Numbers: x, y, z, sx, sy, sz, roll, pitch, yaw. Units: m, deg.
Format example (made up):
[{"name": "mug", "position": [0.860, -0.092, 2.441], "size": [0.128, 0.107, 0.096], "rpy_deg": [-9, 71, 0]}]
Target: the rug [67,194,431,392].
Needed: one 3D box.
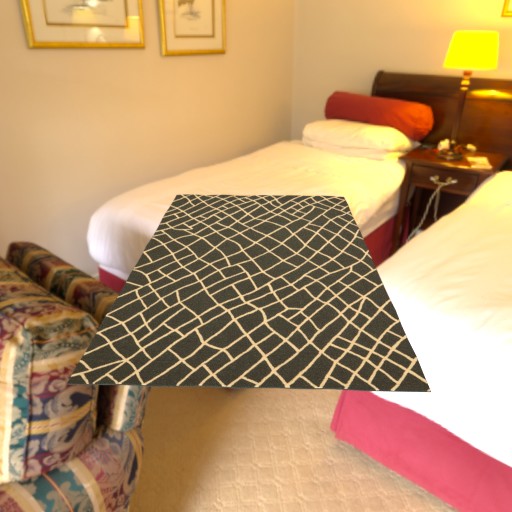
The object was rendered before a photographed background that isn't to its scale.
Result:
[{"name": "rug", "position": [0.000, 0.000, 2.944], "size": [1.529, 0.017, 2.448], "rpy_deg": [1, 27, 1]}]
